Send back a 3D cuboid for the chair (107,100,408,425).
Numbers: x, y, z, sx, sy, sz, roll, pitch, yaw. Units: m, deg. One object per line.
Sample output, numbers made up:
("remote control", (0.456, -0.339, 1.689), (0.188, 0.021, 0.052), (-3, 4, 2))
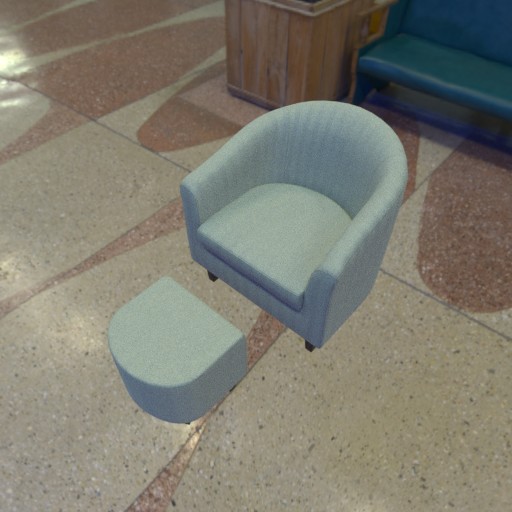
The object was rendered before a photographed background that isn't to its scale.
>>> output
("chair", (0.000, 0.000, 1.733), (0.756, 0.757, 1.288), (33, 55, 27))
